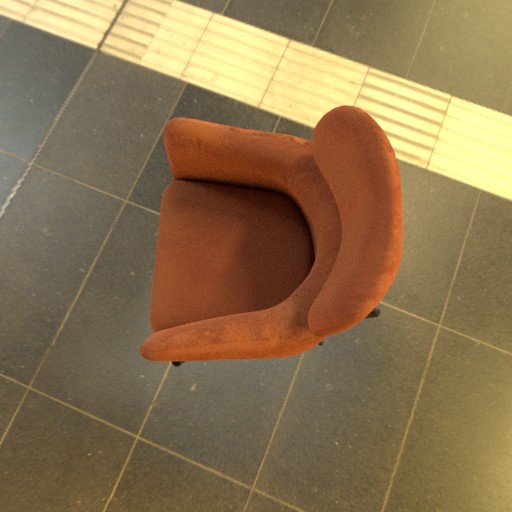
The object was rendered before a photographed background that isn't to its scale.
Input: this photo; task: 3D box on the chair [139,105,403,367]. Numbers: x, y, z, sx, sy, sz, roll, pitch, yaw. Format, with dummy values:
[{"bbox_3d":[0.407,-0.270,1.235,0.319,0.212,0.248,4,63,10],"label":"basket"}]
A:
[{"bbox_3d":[0.000,0.000,1.120,0.523,0.772,0.561,3,76,1],"label":"chair"}]
